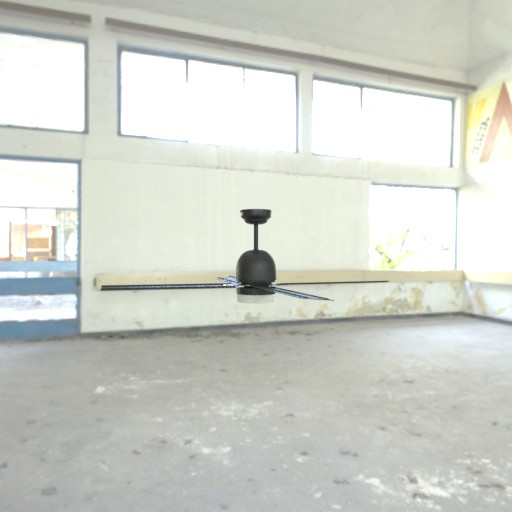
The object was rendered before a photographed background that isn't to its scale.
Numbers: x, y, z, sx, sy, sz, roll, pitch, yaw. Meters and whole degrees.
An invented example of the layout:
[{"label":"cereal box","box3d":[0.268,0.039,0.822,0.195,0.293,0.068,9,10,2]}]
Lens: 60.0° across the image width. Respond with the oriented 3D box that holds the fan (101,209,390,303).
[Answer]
[{"label":"fan","box3d":[0.000,0.000,1.994,1.319,0.410,1.319,0,0,-18]}]
